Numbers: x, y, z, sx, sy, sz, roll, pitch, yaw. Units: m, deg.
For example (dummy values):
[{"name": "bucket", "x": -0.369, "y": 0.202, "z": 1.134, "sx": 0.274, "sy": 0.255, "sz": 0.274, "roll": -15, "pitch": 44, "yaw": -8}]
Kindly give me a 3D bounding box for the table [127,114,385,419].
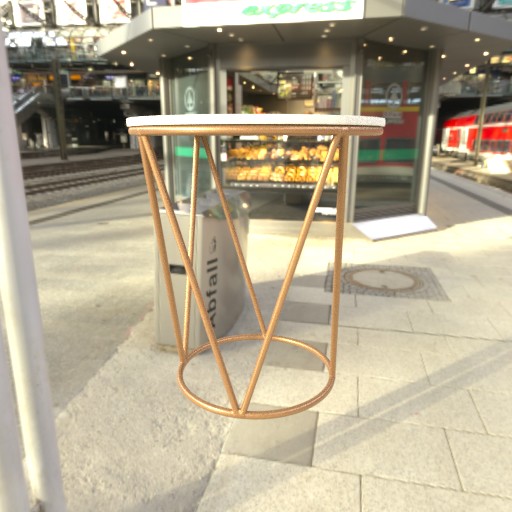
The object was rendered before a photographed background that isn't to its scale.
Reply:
[{"name": "table", "x": 0.000, "y": 0.000, "z": 0.962, "sx": 0.500, "sy": 0.564, "sz": 0.500, "roll": 0, "pitch": 15, "yaw": 0}]
